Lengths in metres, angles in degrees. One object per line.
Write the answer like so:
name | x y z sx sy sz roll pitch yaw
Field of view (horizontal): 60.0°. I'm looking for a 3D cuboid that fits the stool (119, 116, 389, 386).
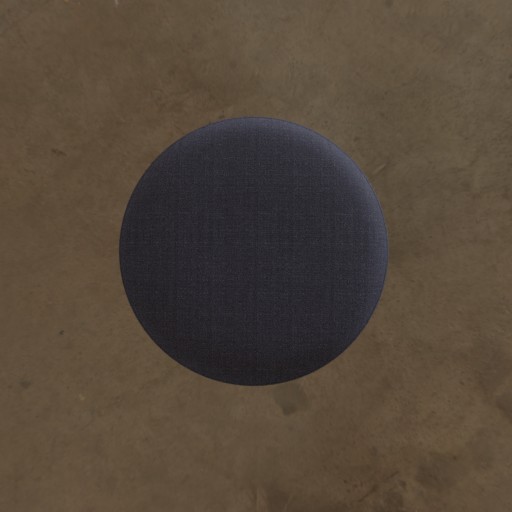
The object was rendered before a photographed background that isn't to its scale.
stool | 0.000 0.000 1.037 0.446 0.758 0.446 0 88 1
